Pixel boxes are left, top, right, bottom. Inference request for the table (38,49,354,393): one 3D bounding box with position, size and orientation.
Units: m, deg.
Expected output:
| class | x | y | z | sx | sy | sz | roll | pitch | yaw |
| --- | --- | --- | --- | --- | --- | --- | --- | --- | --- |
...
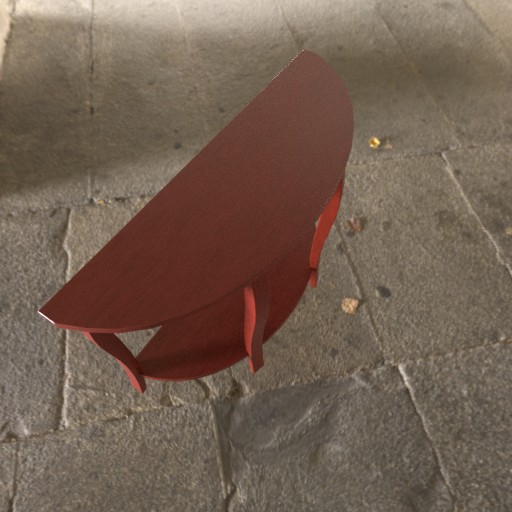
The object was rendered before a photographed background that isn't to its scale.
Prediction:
| class | x | y | z | sx | sy | sz | roll | pitch | yaw |
| --- | --- | --- | --- | --- | --- | --- | --- | --- | --- |
| table | 0.000 | 0.000 | 1.566 | 0.405 | 0.779 | 1.219 | 29 | 62 | 17 |
